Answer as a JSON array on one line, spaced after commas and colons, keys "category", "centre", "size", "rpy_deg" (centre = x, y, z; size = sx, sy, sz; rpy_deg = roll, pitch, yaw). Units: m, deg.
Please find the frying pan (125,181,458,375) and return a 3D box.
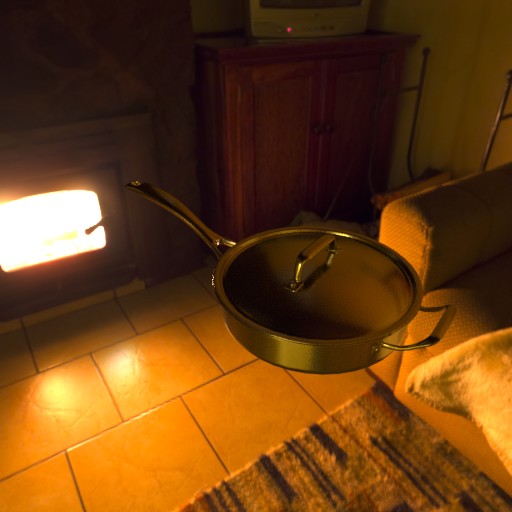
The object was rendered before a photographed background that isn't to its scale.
[{"category": "frying pan", "centre": [0.000, 0.000, 0.659], "size": [0.561, 0.114, 0.280], "rpy_deg": [21, 37, 31]}]
